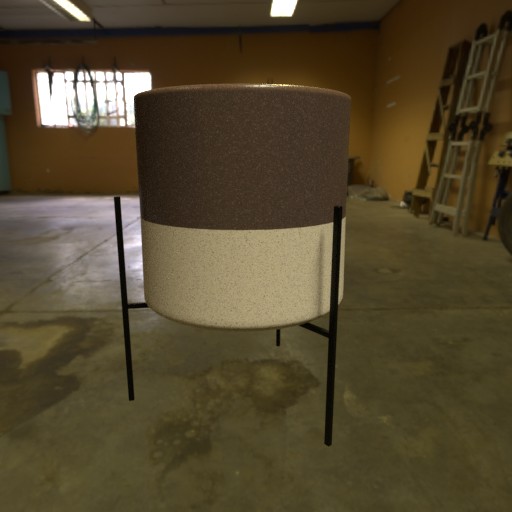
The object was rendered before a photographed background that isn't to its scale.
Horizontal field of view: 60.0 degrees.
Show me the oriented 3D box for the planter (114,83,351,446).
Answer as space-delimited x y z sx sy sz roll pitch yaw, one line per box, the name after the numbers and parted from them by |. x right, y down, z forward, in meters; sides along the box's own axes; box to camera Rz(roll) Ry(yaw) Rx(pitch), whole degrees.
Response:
0.000 0.000 0.522 0.260 0.353 0.250 13 18 42 | planter
